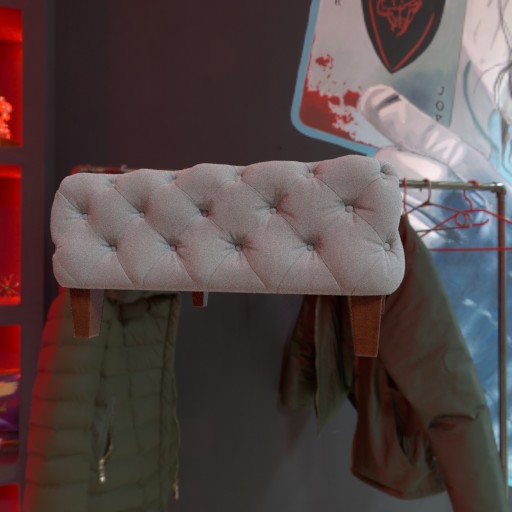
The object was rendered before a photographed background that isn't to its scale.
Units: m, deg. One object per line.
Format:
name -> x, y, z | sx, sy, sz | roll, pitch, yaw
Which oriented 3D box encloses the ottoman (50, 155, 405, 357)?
ottoman -> 0.000, 0.000, 1.449 | 0.911, 0.439, 0.917 | 0, 0, 17
